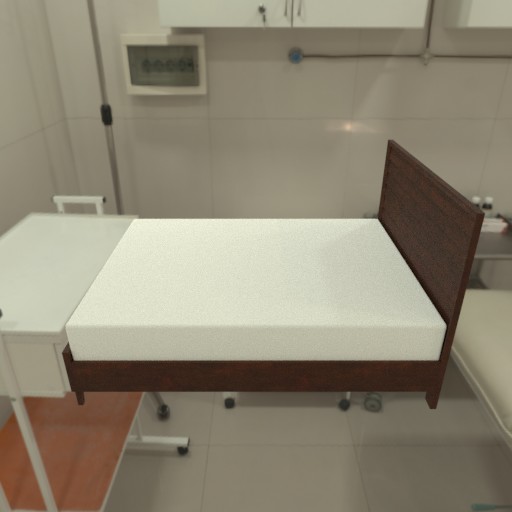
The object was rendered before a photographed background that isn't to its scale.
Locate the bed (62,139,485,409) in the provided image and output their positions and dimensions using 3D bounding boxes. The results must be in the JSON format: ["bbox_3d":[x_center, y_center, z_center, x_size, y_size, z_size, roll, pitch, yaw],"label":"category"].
[{"bbox_3d":[0.000,0.000,3.113,2.184,1.270,1.600,0,27,0],"label":"bed"}]
